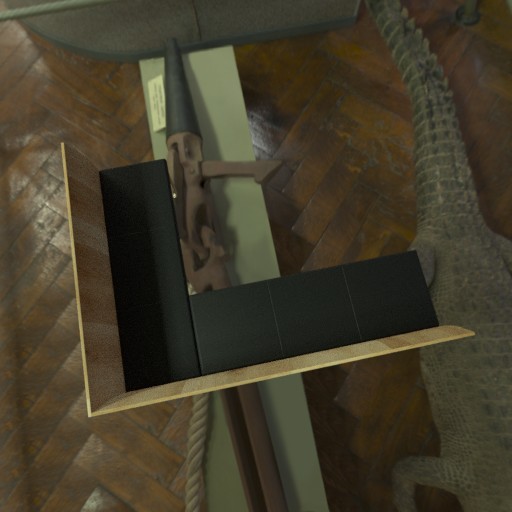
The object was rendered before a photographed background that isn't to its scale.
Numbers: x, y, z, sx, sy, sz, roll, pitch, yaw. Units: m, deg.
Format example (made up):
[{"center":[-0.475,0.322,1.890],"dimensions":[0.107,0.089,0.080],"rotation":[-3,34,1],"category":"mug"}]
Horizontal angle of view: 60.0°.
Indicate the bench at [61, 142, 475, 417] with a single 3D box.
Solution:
[{"center":[0.000,0.000,2.814],"dimensions":[1.945,0.930,1.495],"rotation":[-11,75,-3],"category":"bench"}]
